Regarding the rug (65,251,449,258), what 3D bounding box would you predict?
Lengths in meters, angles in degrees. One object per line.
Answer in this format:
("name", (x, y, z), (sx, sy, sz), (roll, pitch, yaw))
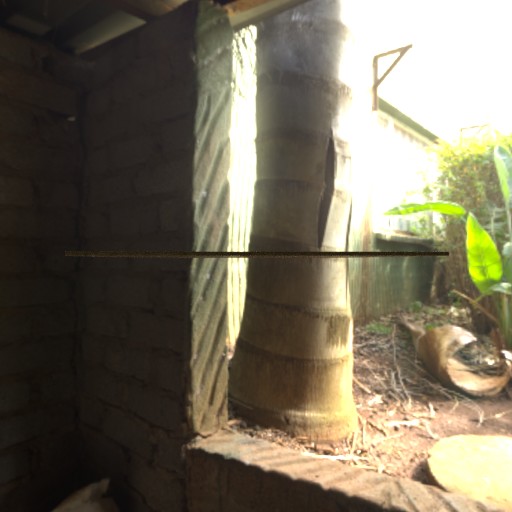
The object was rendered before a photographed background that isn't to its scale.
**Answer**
("rug", (0.000, 0.000, 2.905), (1.532, 0.018, 2.297), (0, 0, 0))
